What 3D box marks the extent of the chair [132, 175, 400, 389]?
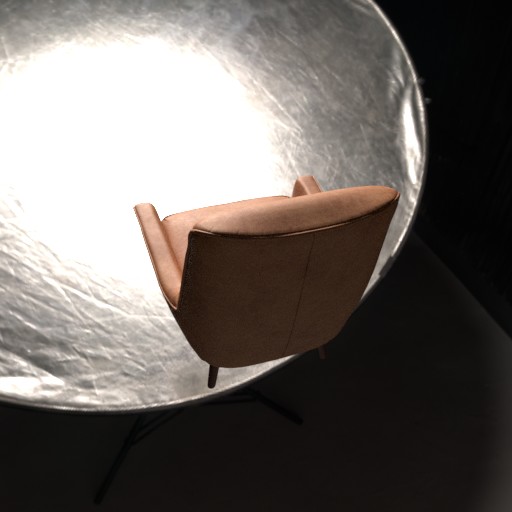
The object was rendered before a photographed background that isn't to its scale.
[{"bbox_3d":[0.000,0.000,1.516,0.753,0.883,0.851,-11,42,-13],"label":"chair"}]
